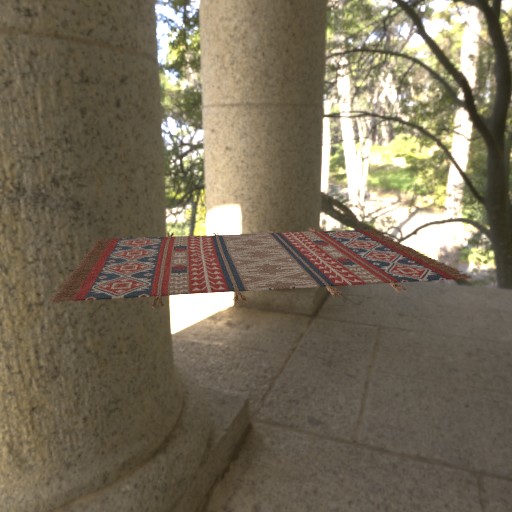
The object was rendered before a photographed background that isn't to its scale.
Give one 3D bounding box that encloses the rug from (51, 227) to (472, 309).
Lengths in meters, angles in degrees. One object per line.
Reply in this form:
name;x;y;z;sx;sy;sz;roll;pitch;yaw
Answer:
rug;0.000;0.000;3.198;2.450;0.048;1.778;-3;15;-9
